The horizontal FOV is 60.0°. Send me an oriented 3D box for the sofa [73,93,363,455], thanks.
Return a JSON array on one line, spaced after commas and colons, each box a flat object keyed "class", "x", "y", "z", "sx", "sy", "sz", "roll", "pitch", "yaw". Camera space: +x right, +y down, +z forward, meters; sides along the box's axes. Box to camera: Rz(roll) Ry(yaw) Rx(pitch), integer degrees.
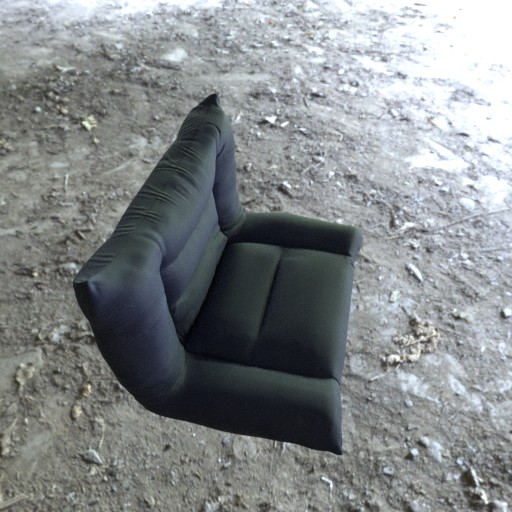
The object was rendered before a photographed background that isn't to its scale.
[{"class": "sofa", "x": 0.000, "y": 0.000, "z": 1.700, "sx": 0.849, "sy": 0.778, "sz": 1.122, "roll": 10, "pitch": 47, "yaw": 9}]
